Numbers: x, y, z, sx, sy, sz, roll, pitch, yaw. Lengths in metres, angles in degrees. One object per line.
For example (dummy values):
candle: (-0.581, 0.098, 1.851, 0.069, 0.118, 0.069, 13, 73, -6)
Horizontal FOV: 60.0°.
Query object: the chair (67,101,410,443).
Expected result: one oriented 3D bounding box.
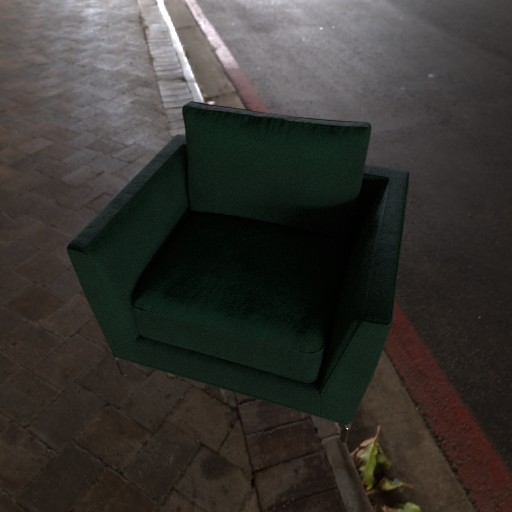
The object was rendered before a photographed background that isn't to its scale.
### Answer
chair: (0.000, 0.000, 1.777, 1.047, 0.997, 0.852, 12, 43, 13)
